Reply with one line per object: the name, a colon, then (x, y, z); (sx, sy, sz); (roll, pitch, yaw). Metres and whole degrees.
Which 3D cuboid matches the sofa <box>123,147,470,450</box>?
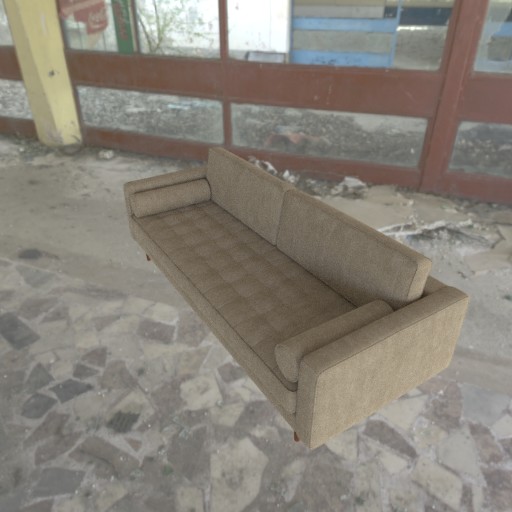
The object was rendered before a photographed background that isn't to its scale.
sofa: (0.000, 0.000, 2.659); (0.919, 0.770, 2.200); (-18, 35, -27)
